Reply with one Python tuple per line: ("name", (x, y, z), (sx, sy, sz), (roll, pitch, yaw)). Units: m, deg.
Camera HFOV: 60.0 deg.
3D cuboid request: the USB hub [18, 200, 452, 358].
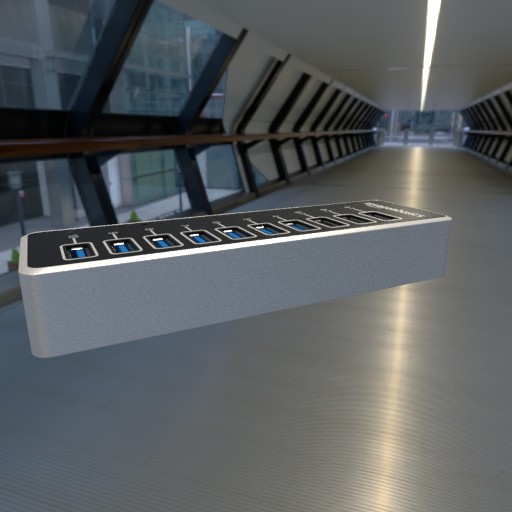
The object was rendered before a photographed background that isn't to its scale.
("USB hub", (0.000, 0.000, 0.155), (0.145, 0.023, 0.044), (-8, 19, -25))
